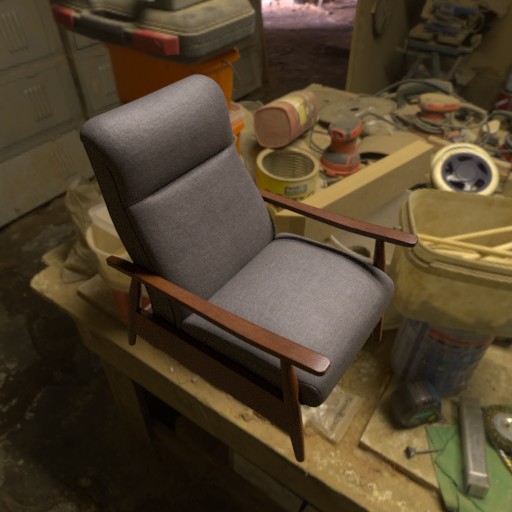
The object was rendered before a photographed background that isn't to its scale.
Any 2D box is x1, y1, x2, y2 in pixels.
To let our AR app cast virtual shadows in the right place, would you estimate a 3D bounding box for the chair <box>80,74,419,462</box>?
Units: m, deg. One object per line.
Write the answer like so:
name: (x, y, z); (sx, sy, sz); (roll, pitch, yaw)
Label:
chair: (0.000, 0.000, 1.756); (1.014, 1.081, 0.762); (26, 47, 26)
